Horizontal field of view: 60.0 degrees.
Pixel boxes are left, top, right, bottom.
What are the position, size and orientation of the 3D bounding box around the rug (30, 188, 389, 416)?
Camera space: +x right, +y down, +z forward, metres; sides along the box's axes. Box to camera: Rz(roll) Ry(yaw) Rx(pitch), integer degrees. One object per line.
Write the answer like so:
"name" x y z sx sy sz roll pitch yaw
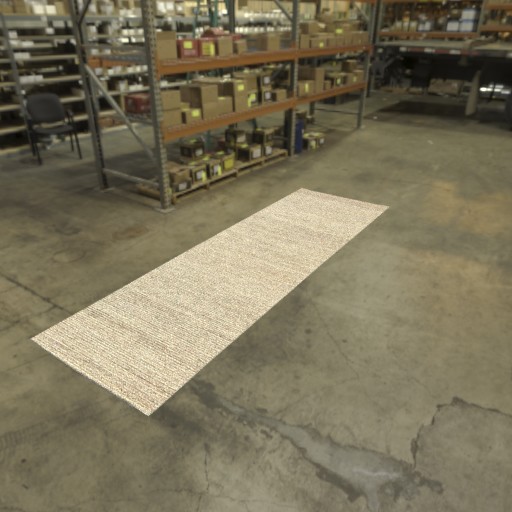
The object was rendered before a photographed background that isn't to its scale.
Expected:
"rug" 0.000 0.000 2.600 0.741 0.014 2.390 18 33 30
